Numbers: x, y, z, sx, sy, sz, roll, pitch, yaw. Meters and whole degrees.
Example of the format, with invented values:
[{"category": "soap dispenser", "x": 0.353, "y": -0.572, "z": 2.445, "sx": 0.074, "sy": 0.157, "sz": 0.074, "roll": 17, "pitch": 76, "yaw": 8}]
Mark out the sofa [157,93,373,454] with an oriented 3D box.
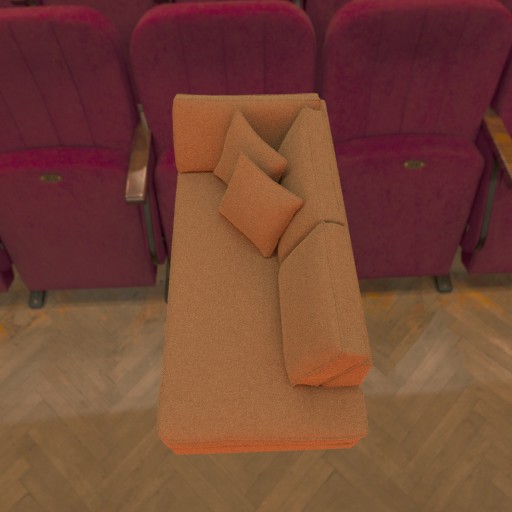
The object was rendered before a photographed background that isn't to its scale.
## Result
[{"category": "sofa", "x": 0.000, "y": 0.000, "z": 2.838, "sx": 1.110, "sy": 1.033, "sz": 2.237, "roll": -2, "pitch": 58, "yaw": -1}]
